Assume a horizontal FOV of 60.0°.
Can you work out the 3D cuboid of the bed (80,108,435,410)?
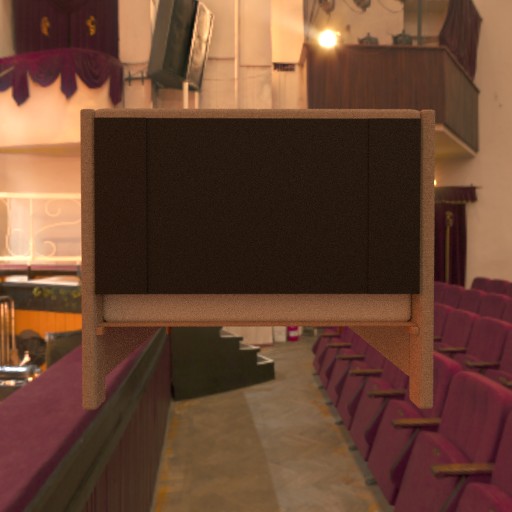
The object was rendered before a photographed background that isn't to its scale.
[{"bbox_3d":[0.000,0.000,3.709,2.045,1.743,2.370,0,1,-1],"label":"bed"}]
